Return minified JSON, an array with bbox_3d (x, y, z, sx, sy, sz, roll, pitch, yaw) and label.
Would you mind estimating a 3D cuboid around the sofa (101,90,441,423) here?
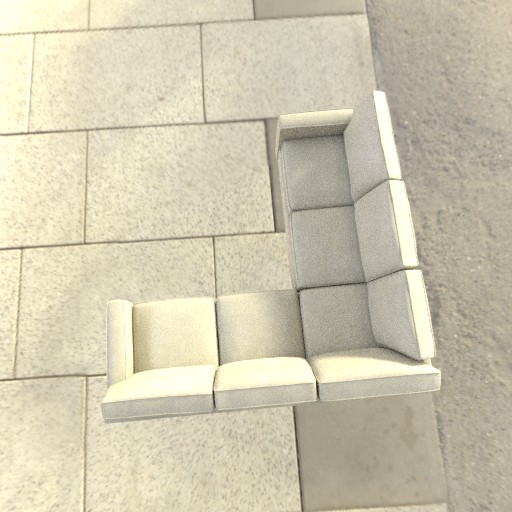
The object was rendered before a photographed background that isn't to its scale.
[{"bbox_3d":[0.000,0.000,3.362,2.211,0.936,2.188,-6,76,-1],"label":"sofa"}]
